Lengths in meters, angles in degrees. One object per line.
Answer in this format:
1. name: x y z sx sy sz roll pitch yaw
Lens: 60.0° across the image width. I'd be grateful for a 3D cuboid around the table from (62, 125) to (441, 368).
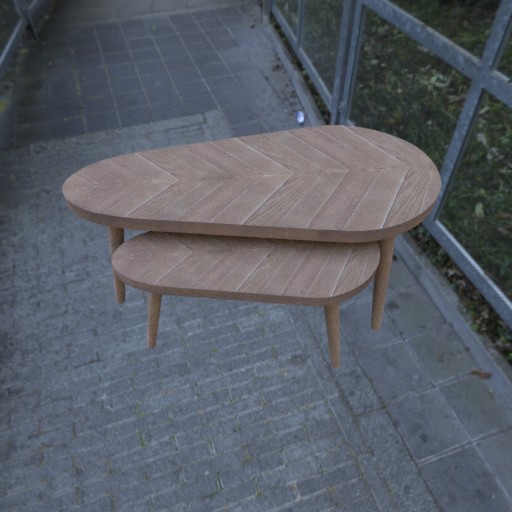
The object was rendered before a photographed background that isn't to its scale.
1. table: 0.000 0.000 1.577 1.190 0.595 0.701 -4 47 -4
